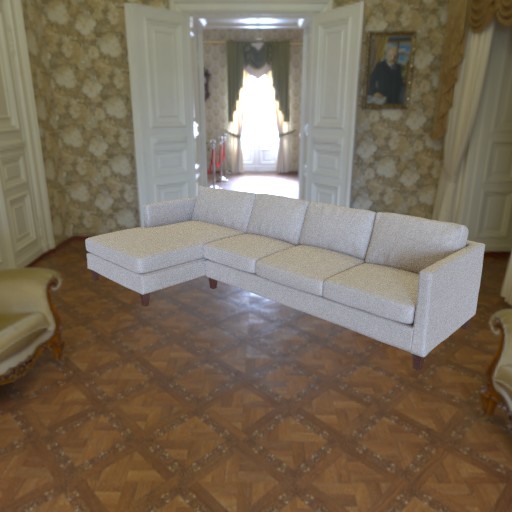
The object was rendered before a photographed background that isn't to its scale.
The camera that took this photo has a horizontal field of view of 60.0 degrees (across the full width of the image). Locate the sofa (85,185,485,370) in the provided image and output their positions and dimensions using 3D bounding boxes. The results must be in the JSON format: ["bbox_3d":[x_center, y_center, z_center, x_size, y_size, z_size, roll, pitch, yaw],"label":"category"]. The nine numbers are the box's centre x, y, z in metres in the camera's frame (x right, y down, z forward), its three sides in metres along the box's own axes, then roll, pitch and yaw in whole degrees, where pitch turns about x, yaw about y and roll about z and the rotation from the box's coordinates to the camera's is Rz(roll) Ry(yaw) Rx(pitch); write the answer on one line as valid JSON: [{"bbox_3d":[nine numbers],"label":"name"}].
[{"bbox_3d":[0.000,0.000,3.845,3.186,0.846,1.625,16,23,42],"label":"sofa"}]
